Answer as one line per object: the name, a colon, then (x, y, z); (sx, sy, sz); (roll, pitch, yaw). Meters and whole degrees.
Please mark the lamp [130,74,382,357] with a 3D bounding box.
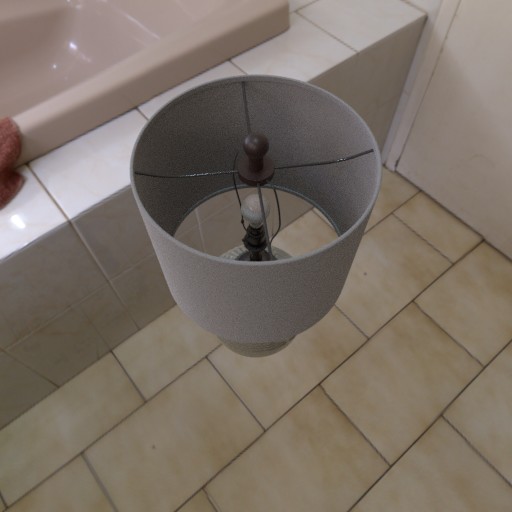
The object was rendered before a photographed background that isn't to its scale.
lamp: (0.000, 0.000, 0.775); (0.318, 0.567, 0.318); (0, 59, 0)
